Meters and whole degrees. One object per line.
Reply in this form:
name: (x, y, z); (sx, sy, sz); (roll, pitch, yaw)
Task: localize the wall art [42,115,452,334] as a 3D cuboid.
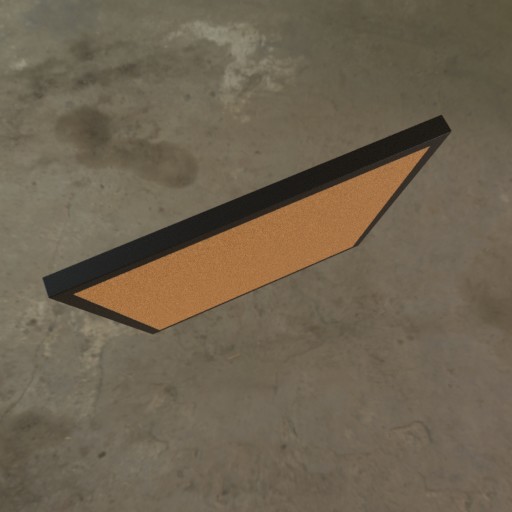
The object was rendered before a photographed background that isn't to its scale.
wall art: (0.000, 0.000, 1.144); (0.765, 0.765, 0.038); (-23, 77, -6)
